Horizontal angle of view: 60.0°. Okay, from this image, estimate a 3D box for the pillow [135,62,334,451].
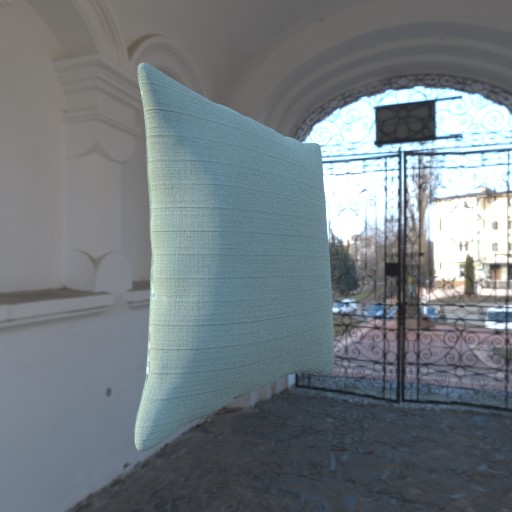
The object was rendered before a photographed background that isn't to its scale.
[{"bbox_3d":[0.000,0.000,0.709,0.175,0.464,0.470,-1,-1,36],"label":"pillow"}]
